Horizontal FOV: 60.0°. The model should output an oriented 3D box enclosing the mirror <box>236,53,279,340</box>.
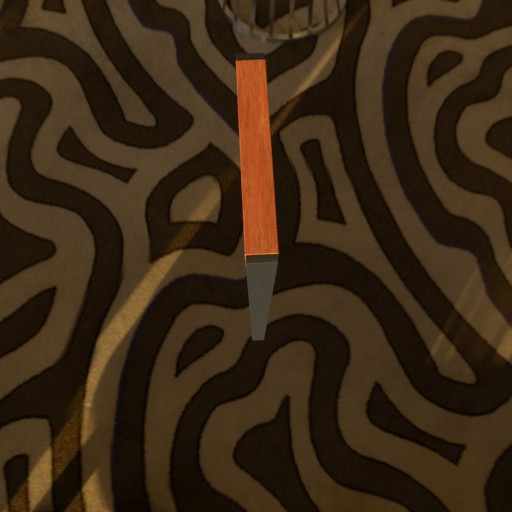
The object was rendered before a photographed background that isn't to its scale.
[{"bbox_3d":[0.000,0.000,1.189,0.047,1.123,0.343,-3,74,-1],"label":"mirror"}]
